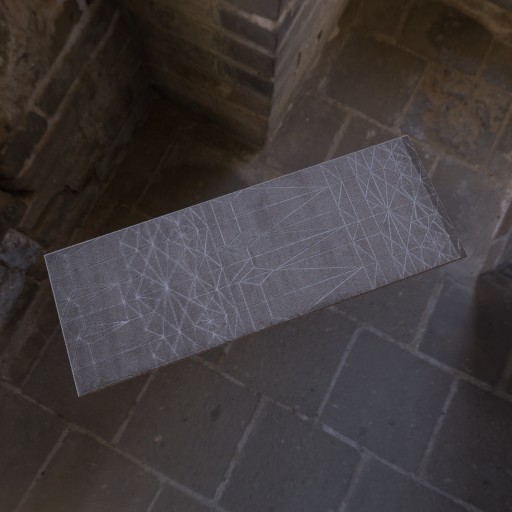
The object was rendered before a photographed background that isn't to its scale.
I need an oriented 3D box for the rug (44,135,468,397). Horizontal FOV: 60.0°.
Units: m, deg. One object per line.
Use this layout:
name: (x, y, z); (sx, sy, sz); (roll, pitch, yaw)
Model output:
rug: (0.000, 0.000, 2.657); (2.388, 0.012, 0.864); (-19, 76, -5)
